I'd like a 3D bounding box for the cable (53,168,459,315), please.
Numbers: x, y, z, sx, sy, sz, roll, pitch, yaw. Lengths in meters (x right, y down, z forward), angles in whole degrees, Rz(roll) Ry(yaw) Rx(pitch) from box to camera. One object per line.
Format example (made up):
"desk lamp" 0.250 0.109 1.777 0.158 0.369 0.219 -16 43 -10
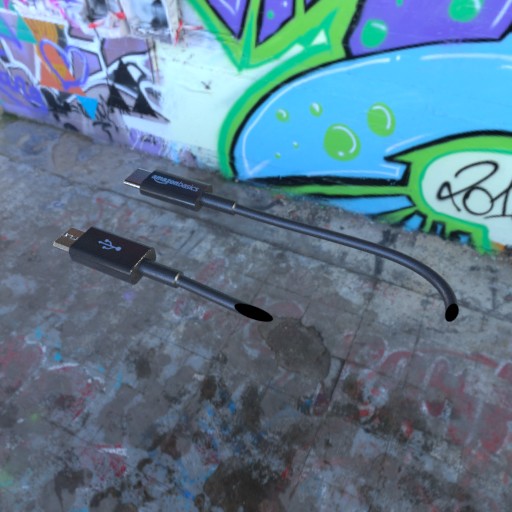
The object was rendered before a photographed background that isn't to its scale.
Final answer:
"cable" 0.000 0.000 0.113 0.098 0.006 0.040 19 48 17
